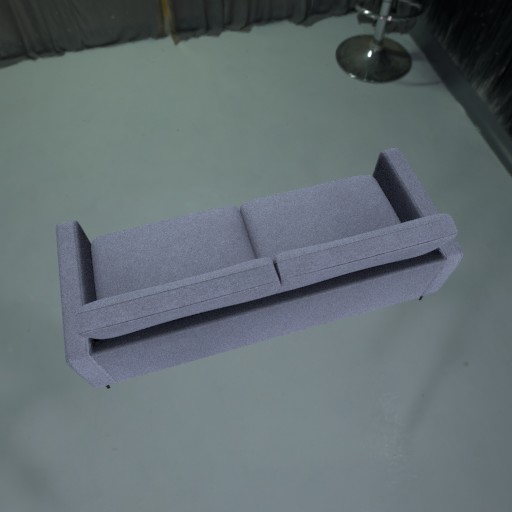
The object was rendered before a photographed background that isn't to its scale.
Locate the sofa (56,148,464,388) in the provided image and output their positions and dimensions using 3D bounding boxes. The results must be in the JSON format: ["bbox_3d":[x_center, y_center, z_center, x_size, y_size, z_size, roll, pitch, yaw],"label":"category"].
[{"bbox_3d":[0.000,0.000,2.352,1.925,0.828,0.774,-14,60,-8],"label":"sofa"}]
